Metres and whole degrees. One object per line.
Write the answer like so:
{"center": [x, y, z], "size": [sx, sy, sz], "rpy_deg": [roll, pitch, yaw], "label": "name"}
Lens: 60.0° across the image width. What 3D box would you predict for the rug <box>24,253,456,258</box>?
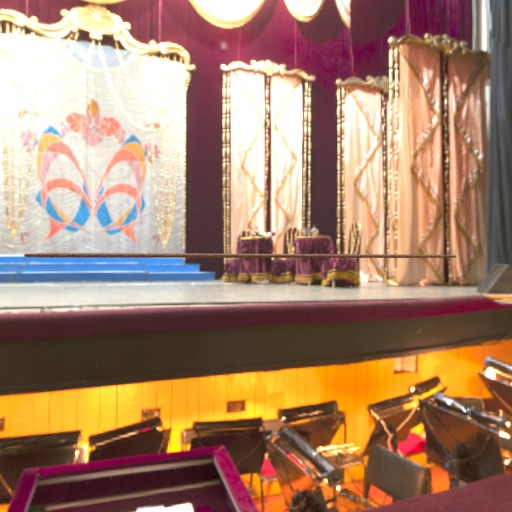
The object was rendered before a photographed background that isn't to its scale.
{"center": [0.000, 0.000, 2.548], "size": [2.297, 0.019, 0.659], "rpy_deg": [0, 0, -20], "label": "rug"}
